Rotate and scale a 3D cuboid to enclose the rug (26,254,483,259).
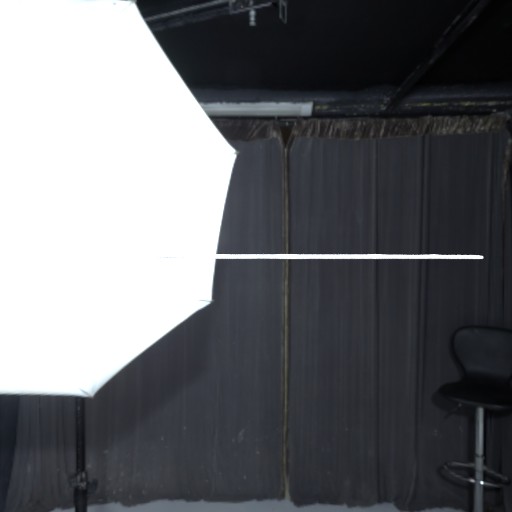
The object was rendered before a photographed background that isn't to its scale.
[{"bbox_3d":[0.000,0.000,0.889,0.639,0.006,0.548,0,0,1],"label":"rug"}]
